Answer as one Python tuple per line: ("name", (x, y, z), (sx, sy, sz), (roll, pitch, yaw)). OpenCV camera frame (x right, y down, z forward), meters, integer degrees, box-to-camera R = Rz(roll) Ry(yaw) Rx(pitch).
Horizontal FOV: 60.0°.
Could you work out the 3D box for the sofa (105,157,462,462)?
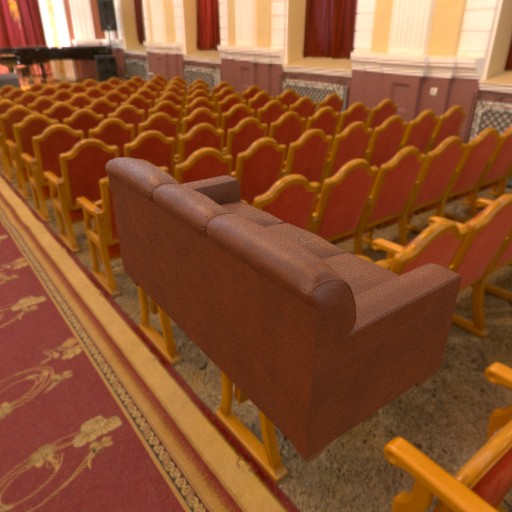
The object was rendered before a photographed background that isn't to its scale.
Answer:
("sofa", (0.000, 0.000, 2.611), (1.008, 0.953, 2.039), (-18, 32, -32))
